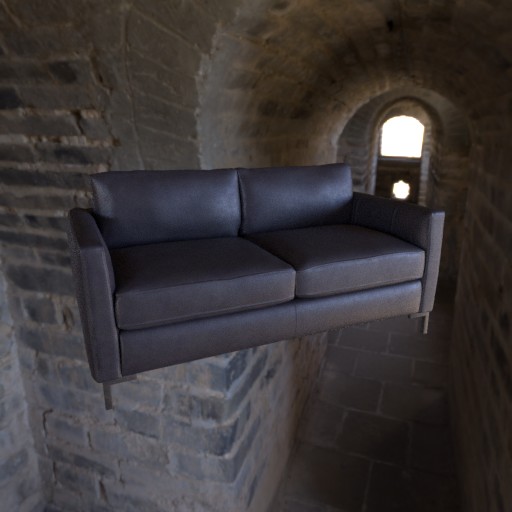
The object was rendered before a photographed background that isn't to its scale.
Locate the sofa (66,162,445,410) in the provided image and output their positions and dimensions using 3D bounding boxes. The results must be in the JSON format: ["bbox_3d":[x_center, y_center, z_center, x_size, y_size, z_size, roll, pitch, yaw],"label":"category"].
[{"bbox_3d":[0.000,0.000,2.340,1.805,0.883,0.947,-8,18,-25],"label":"sofa"}]
